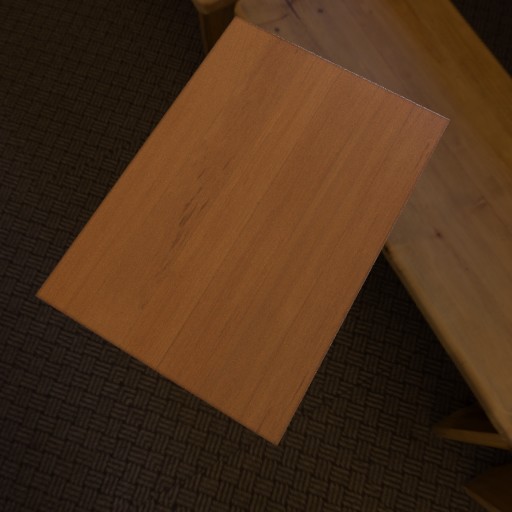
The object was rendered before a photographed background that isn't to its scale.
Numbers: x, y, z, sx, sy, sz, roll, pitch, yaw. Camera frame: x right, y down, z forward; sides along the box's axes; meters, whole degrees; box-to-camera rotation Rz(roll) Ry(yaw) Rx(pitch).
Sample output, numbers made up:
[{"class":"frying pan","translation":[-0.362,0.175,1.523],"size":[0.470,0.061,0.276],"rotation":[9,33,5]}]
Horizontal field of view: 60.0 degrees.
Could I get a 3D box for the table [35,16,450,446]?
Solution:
[{"class":"table","translation":[0.000,0.000,0.951],"size":[0.400,0.605,0.550],"rotation":[29,77,7]}]
